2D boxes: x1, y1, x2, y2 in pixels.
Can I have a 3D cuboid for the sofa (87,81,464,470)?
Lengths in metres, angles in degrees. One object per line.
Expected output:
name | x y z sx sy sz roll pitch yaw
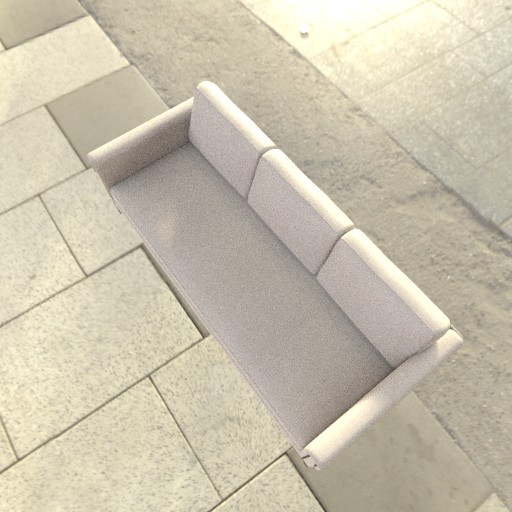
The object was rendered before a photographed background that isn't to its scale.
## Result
sofa | 0.000 0.000 2.663 0.959 0.838 2.210 -34 69 -16
